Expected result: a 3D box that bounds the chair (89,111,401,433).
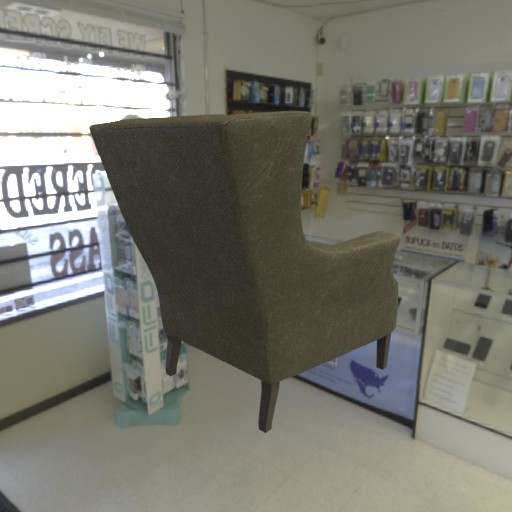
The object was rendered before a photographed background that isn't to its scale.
[{"bbox_3d":[0.000,0.000,1.695,0.853,1.016,0.926,14,20,42],"label":"chair"}]
